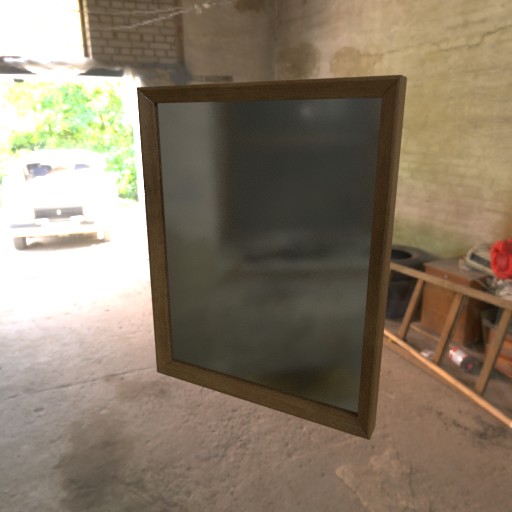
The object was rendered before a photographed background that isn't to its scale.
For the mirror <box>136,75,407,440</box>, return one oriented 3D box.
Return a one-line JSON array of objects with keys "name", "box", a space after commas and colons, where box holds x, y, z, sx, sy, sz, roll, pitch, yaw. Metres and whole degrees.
[{"name": "mirror", "box": [0.000, 0.000, 0.697, 0.406, 0.509, 0.041, 9, 19, 27]}]
